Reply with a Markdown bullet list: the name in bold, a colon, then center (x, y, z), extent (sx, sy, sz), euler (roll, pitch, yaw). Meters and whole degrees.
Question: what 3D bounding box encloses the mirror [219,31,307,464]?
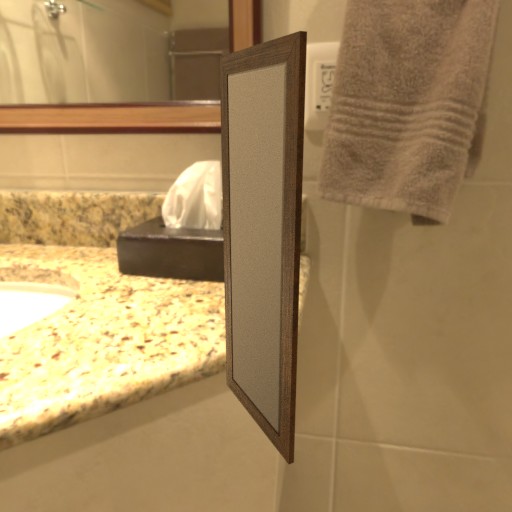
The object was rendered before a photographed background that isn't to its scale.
- **mirror**: center (0.000, 0.000, 2.350), extent (0.032, 2.031, 0.812), euler (-8, 19, -26)
